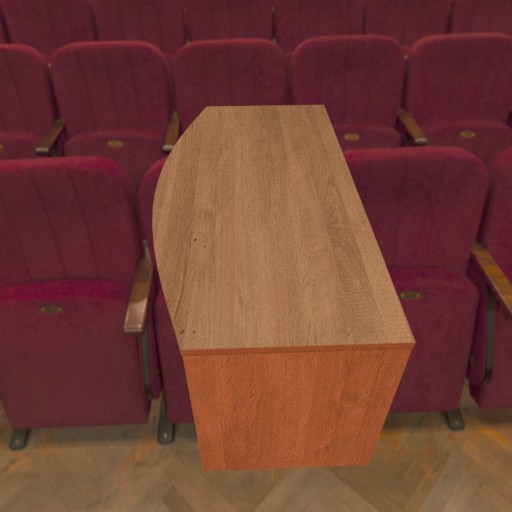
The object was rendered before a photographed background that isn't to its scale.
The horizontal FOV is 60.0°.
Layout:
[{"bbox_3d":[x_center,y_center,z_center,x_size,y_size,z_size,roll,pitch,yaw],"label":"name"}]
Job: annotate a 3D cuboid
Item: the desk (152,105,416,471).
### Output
[{"bbox_3d":[0.000,0.000,2.038,0.802,0.752,1.600,-2,41,-2],"label":"desk"}]
